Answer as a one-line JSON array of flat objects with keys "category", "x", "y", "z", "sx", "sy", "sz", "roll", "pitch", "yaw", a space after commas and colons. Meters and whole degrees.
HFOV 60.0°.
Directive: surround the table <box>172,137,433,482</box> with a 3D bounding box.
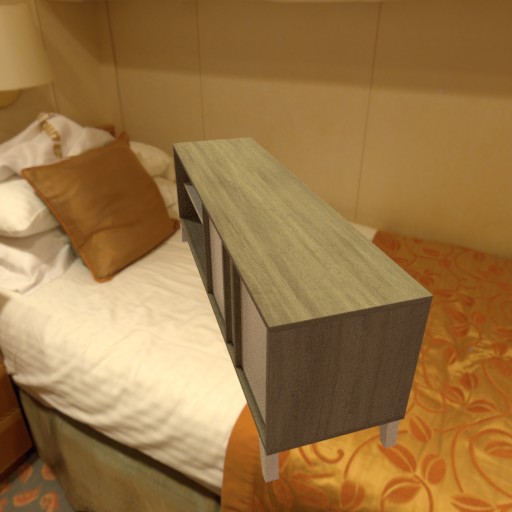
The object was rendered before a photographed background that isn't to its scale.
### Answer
[{"category": "table", "x": 0.000, "y": 0.000, "z": 1.729, "sx": 0.400, "sy": 0.530, "sz": 1.500, "roll": -8, "pitch": 30, "yaw": -15}]
